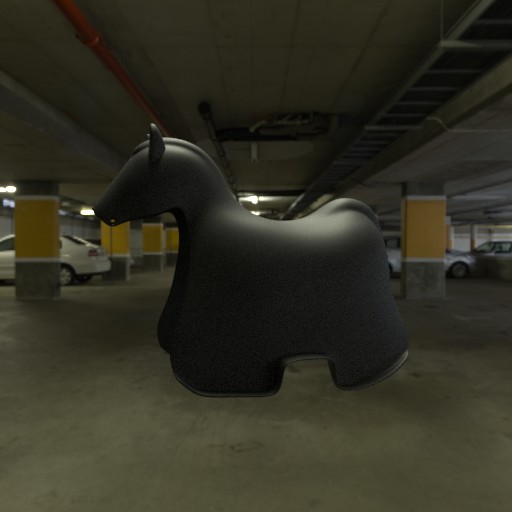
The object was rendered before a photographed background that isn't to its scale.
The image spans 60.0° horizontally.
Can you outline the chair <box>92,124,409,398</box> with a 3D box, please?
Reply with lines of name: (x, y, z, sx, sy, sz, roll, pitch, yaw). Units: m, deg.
chair: (0.000, 0.000, 1.154, 0.800, 0.612, 0.429, 0, 1, -18)
